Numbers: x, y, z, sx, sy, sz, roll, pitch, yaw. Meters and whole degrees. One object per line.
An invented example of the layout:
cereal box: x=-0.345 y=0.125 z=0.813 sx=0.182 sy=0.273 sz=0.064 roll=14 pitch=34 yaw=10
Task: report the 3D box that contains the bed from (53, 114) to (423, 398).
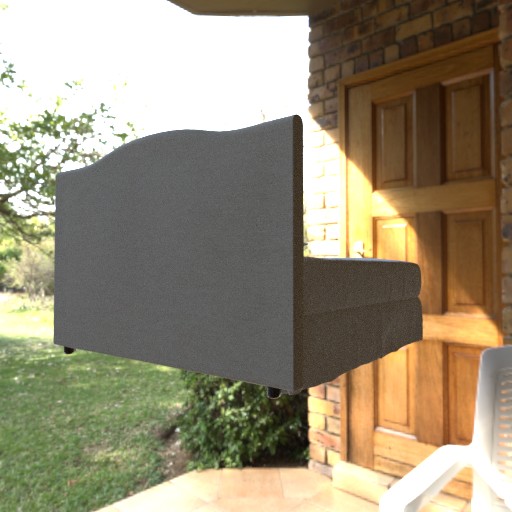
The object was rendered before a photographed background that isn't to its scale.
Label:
bed: x=0.000 y=0.000 z=3.488 sx=2.083 sy=1.421 sz=2.182 roll=-1 pitch=-2 yaw=37
